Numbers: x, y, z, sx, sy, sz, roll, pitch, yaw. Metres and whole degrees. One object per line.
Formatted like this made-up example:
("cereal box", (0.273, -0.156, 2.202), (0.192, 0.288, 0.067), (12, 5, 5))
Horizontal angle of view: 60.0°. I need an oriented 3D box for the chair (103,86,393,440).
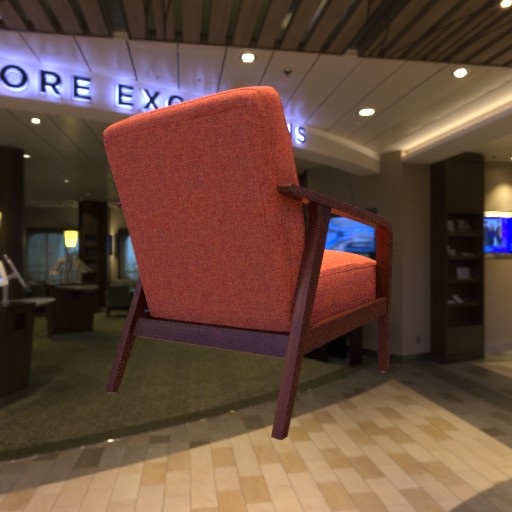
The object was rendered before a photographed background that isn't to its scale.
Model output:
("chair", (0.000, 0.000, 1.556), (0.719, 0.890, 0.860), (0, 0, 35))
